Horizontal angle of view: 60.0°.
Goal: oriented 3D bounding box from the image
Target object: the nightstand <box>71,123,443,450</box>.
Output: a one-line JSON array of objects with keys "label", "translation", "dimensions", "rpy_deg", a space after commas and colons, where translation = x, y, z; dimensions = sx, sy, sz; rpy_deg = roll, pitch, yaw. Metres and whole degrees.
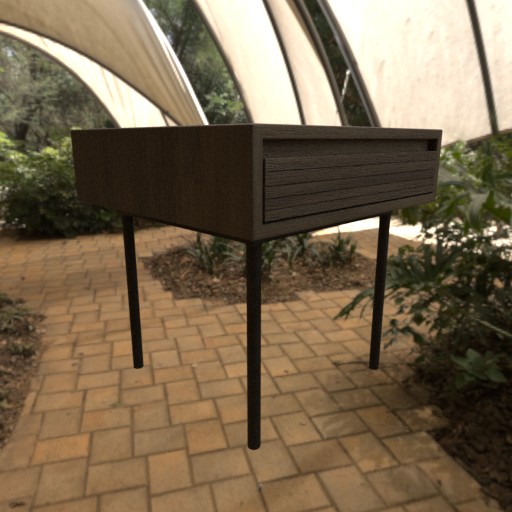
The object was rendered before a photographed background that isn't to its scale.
[{"label": "nightstand", "translation": [0.000, 0.000, 0.905], "dimensions": [0.502, 0.497, 0.503], "rpy_deg": [-14, 20, -43]}]
